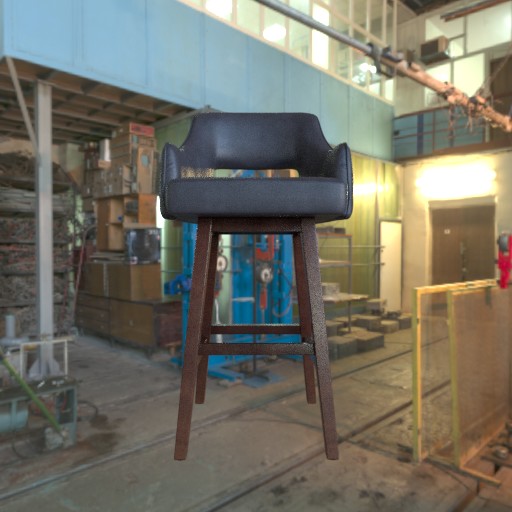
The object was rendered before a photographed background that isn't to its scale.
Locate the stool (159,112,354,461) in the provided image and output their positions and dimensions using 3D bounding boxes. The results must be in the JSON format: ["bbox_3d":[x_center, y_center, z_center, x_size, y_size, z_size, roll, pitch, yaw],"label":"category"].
[{"bbox_3d":[0.000,0.000,1.380,0.550,1.041,0.560,0,1,0],"label":"stool"}]
